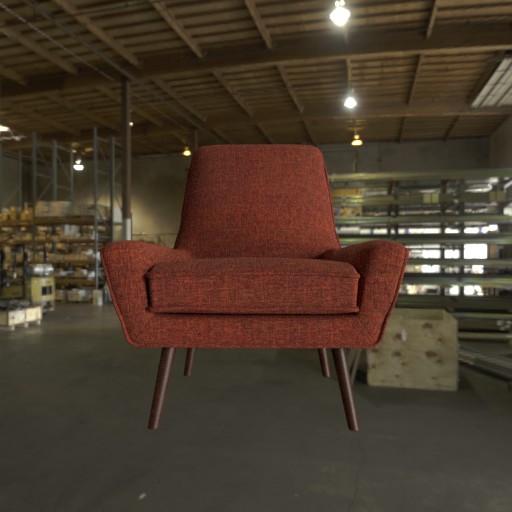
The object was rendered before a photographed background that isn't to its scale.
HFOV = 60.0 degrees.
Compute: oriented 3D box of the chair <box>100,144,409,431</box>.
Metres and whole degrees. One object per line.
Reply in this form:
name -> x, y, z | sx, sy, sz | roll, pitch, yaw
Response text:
chair -> 0.000, 0.000, 1.502 | 0.803, 0.911, 0.784 | 0, 0, 1
